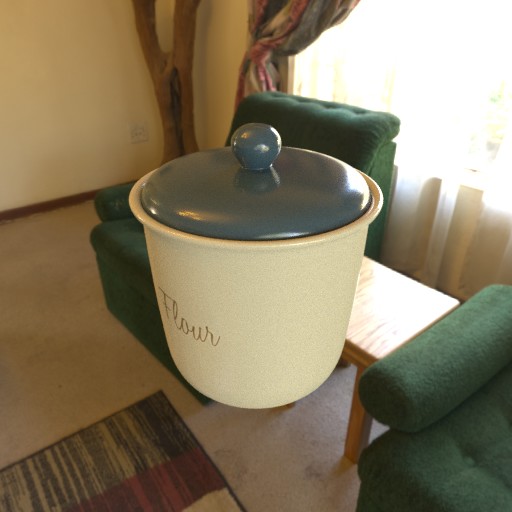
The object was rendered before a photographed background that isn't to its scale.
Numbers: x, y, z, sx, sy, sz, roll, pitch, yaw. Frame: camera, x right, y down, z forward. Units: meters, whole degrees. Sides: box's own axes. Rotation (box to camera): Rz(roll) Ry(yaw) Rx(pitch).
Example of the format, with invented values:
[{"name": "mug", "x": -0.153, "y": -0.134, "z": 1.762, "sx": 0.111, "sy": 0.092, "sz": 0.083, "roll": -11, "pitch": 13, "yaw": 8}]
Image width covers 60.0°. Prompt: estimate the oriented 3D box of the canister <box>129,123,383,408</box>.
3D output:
[{"name": "canister", "x": 0.000, "y": 0.000, "z": 0.355, "sx": 0.182, "sy": 0.208, "sz": 0.182, "roll": 0, "pitch": 30, "yaw": 0}]
